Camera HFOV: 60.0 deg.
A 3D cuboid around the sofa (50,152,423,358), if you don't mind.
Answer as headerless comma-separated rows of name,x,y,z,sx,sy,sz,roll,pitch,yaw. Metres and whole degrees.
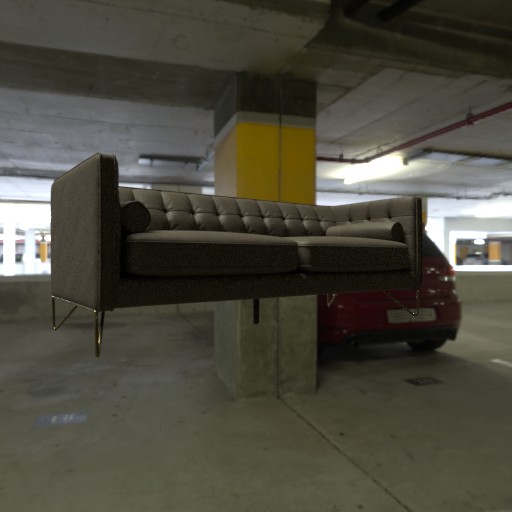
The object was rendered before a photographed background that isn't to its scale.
sofa,0.000,0.000,2.590,2.087,0.789,0.867,0,0,-36
